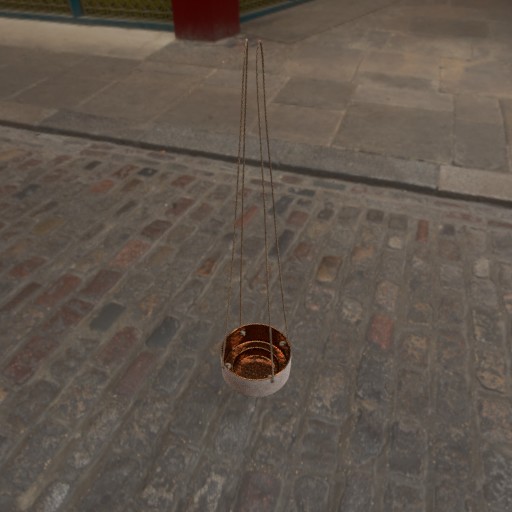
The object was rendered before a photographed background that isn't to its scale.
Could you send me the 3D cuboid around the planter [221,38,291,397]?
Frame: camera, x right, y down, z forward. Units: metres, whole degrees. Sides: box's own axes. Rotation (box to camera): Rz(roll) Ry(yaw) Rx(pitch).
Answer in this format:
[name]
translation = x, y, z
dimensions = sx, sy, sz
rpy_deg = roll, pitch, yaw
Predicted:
[planter]
translation = 0.000, 0.000, 1.136
dimensions = 0.223, 1.030, 0.223
rpy_deg = 12, 42, 14
